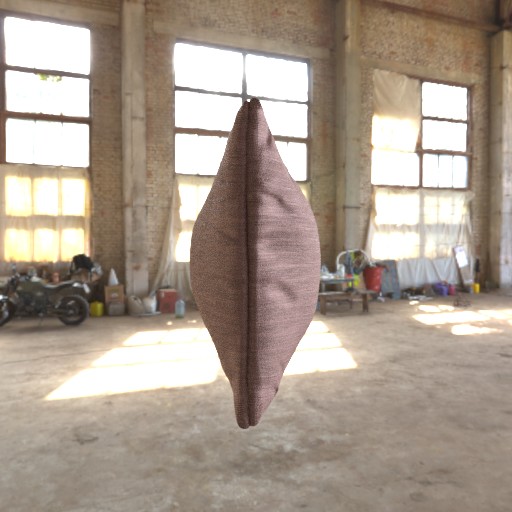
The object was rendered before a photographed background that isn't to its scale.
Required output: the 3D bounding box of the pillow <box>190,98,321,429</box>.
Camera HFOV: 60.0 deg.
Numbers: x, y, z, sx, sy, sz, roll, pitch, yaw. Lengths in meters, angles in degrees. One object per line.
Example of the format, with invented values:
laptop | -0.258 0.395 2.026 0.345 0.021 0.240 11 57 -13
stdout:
pillow | 0.000 0.000 0.760 0.210 0.338 0.633 0 2 -1
